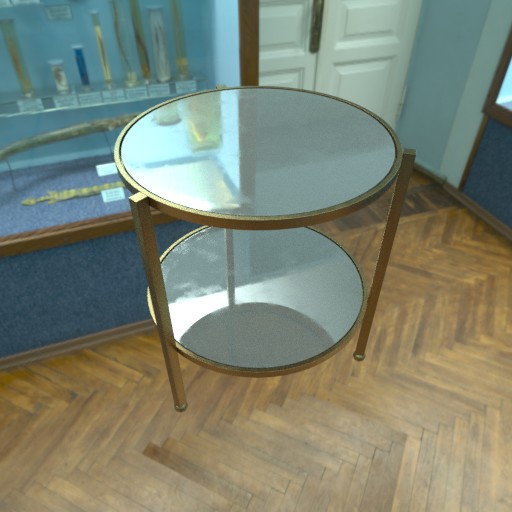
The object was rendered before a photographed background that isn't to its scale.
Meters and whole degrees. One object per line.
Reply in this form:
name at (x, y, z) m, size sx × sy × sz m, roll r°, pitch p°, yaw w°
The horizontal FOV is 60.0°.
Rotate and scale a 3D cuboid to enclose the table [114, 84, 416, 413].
table at (0.000, 0.000, 0.458) m, size 0.231 × 0.269 × 0.243 m, roll -12°, pitch 42°, yaw -13°
